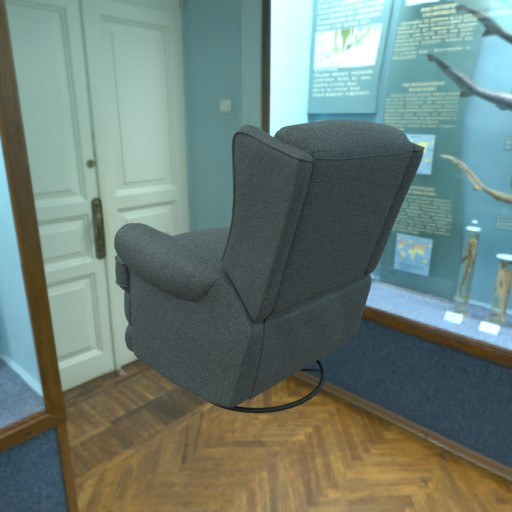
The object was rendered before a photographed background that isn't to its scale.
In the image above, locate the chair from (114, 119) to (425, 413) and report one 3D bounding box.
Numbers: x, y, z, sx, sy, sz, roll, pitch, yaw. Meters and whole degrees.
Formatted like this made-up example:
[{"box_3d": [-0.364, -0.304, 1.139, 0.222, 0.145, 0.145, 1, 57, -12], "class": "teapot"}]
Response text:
[{"box_3d": [0.000, 0.000, 1.721, 0.847, 1.011, 0.969, -16, 23, -43], "class": "chair"}]
